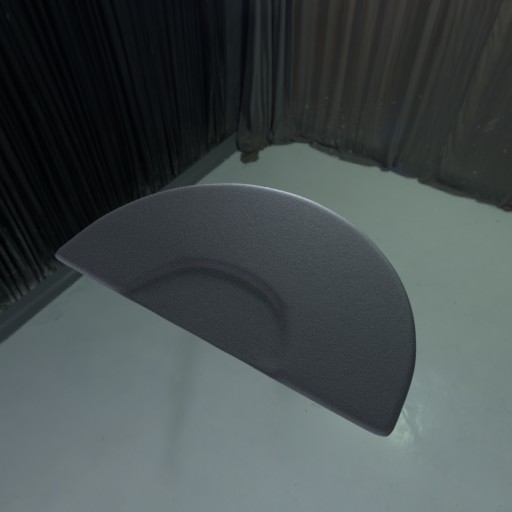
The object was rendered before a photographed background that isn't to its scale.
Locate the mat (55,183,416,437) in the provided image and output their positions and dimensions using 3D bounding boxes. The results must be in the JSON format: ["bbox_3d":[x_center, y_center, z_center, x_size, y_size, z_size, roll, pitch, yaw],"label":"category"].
[{"bbox_3d":[0.000,0.000,1.911,1.525,0.016,0.917,24,52,21],"label":"mat"}]
